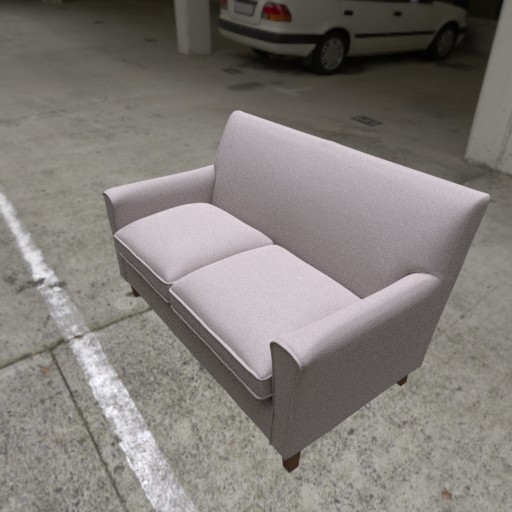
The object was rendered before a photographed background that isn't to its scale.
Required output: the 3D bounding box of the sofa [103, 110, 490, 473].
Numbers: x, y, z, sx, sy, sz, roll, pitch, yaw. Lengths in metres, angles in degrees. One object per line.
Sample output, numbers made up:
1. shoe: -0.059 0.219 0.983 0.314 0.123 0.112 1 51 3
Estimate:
1. sofa: 0.000 0.000 1.998 0.888 0.890 1.482 -22 38 -31
